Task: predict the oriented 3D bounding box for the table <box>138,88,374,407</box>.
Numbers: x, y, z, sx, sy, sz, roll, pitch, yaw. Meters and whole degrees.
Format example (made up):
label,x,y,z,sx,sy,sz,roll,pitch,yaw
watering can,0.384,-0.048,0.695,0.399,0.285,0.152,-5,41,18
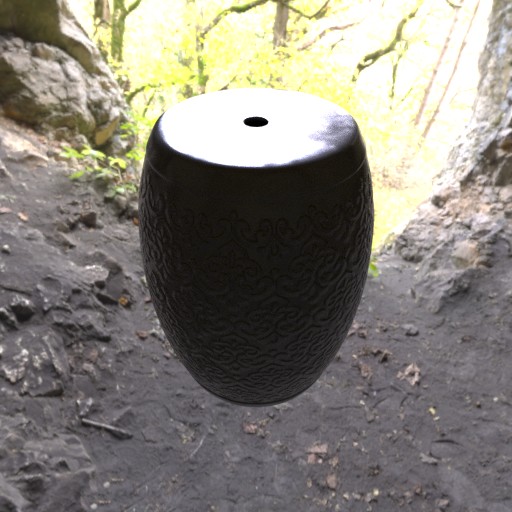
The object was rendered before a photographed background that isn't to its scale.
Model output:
label,x,y,z,sx,sy,sz,roll,pitch,yaw
table,0.000,0.000,0.627,0.309,0.397,0.309,0,39,0
